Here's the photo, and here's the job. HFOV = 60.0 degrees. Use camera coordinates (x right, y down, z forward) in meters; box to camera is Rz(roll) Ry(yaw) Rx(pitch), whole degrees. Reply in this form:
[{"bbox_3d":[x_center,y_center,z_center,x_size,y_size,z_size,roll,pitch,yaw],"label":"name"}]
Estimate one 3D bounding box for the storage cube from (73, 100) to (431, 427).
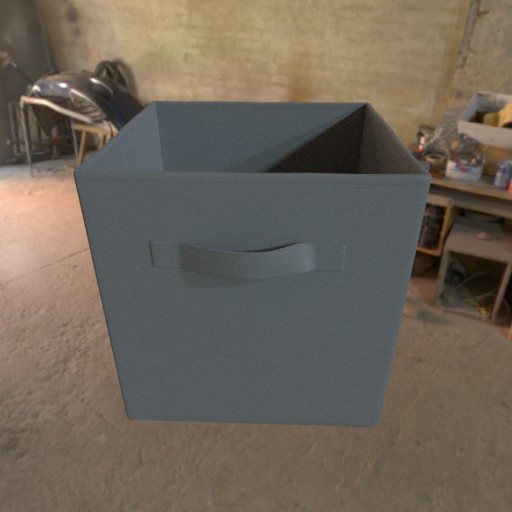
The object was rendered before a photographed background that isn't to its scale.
[{"bbox_3d":[0.000,0.000,0.497,0.270,0.280,0.270,1,31,2],"label":"storage cube"}]
